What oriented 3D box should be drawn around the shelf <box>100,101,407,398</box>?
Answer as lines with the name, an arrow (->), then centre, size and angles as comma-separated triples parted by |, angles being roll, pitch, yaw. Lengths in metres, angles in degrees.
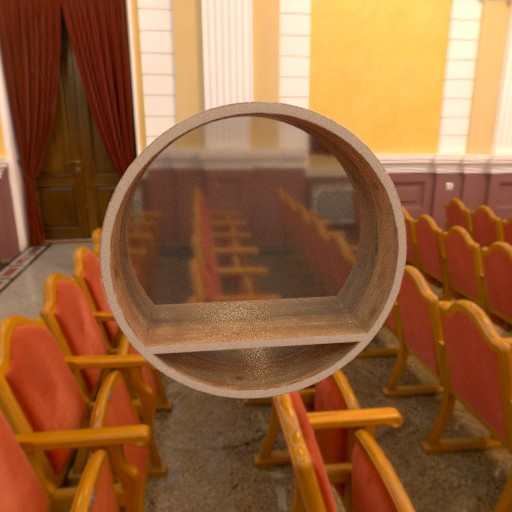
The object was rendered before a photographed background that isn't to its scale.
shelf -> 0.000, 0.000, 1.233 | 0.806, 0.807, 0.158 | -2, 16, -7
